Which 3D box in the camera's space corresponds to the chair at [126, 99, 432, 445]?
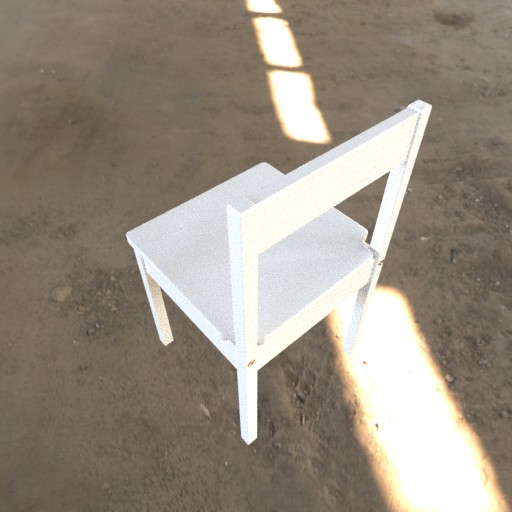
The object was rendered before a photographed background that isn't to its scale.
[{"bbox_3d":[0.000,0.000,0.886,0.367,0.668,0.361,-33,55,-27],"label":"chair"}]
